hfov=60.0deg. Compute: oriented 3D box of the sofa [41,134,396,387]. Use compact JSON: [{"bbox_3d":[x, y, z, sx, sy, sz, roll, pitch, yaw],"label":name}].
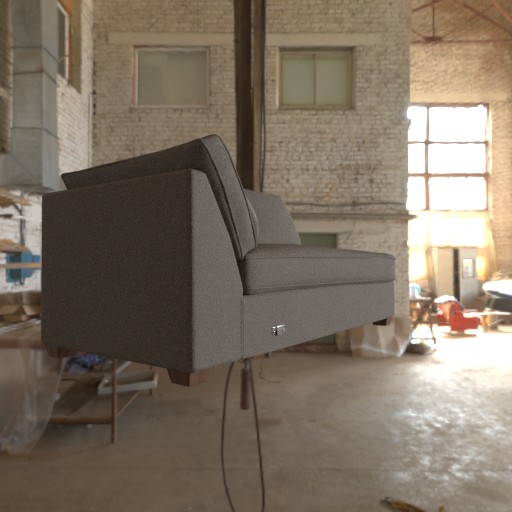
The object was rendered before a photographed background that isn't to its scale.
[{"bbox_3d":[0.000,0.000,2.828,1.110,1.033,2.237,-1,-1,36],"label":"sofa"}]
